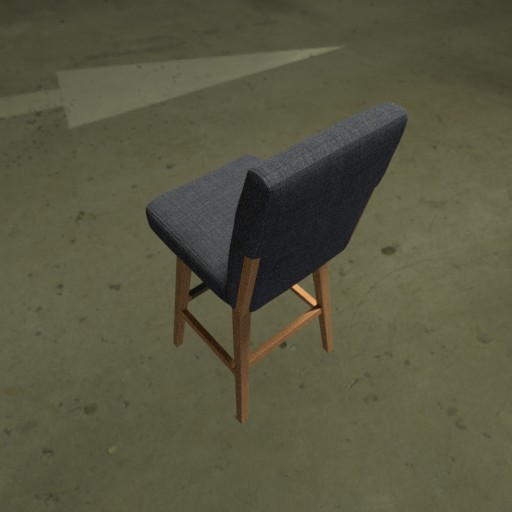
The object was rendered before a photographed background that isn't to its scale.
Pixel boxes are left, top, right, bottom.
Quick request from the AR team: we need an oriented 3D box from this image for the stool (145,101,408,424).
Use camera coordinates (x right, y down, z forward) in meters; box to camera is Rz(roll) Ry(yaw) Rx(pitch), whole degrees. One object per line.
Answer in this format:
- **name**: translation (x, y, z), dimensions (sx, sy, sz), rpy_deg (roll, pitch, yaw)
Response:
- **stool**: translation (0.000, 0.000, 1.410), dimensions (0.483, 1.112, 0.570), rpy_deg (-32, 54, -27)
